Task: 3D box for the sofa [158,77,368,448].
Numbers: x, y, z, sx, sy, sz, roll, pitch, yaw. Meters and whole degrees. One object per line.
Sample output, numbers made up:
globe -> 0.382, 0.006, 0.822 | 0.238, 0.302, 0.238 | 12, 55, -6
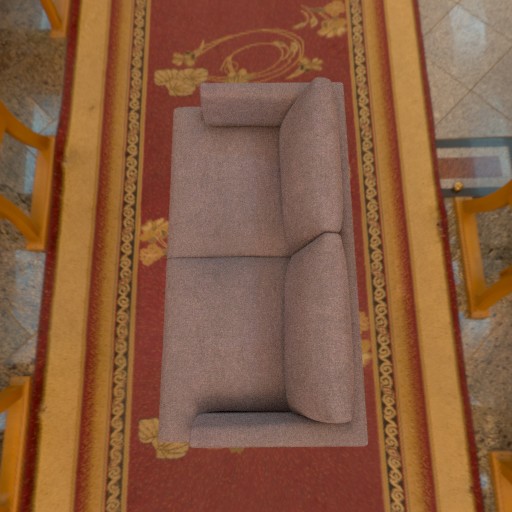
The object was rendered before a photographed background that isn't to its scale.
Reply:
sofa -> 0.000, 0.000, 2.480 | 1.020, 0.868, 1.948 | 0, 75, 0
